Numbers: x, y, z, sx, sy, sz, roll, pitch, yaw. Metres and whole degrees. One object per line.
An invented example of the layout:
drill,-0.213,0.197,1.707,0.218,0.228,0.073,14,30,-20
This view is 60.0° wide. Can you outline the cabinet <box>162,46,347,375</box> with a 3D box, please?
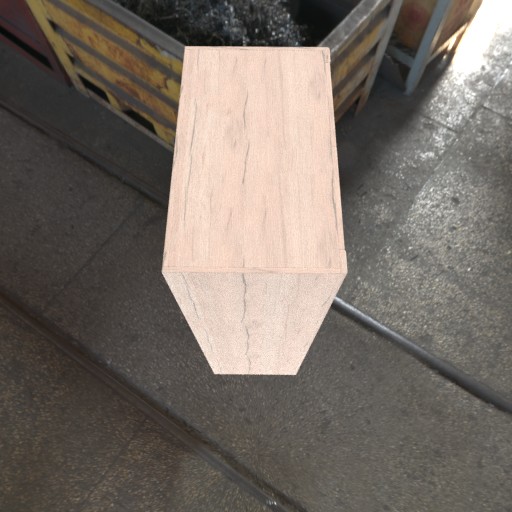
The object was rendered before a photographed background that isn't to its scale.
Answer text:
cabinet,0.000,0.000,2.461,0.580,1.930,0.980,0,66,0
